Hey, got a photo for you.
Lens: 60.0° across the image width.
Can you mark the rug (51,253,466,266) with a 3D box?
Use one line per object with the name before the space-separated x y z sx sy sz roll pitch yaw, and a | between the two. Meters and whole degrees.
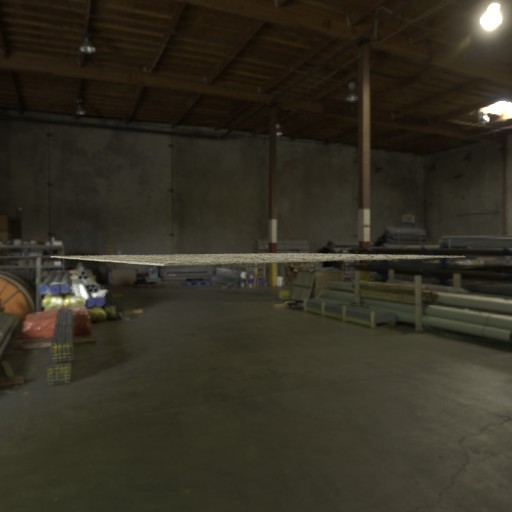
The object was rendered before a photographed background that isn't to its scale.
rug | 0.000 0.000 3.327 2.455 0.025 1.964 -1 2 -37
